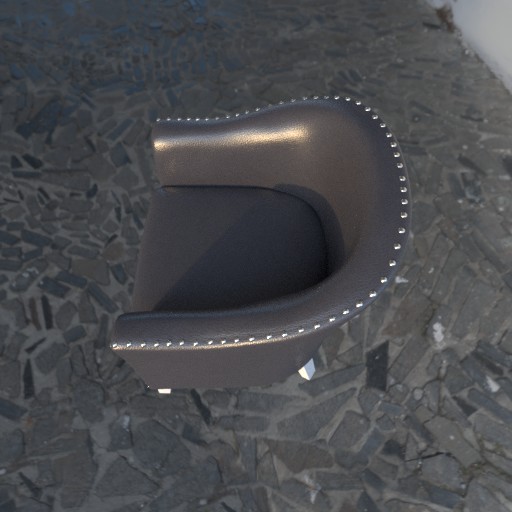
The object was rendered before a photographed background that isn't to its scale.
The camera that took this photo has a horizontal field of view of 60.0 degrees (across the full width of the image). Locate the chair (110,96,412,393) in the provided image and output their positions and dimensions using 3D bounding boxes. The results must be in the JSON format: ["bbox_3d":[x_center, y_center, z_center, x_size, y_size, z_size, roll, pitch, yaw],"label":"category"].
[{"bbox_3d":[0.000,0.000,1.431,0.748,0.823,0.794,1,59,1],"label":"chair"}]
